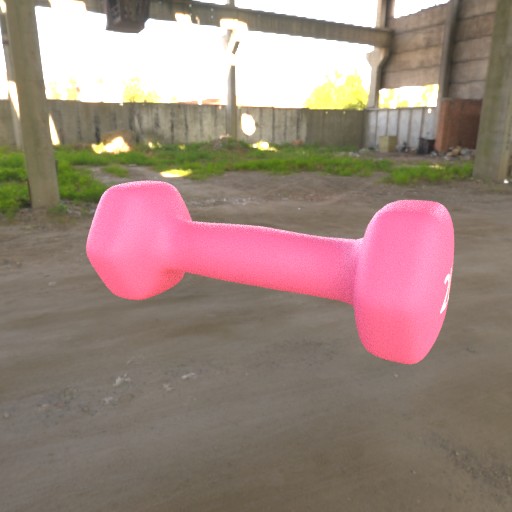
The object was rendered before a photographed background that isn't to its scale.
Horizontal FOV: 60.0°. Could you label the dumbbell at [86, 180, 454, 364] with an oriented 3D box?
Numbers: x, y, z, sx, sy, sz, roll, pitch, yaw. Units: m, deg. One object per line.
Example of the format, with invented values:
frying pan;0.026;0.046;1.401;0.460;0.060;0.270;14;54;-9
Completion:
dumbbell;0.000;0.000;0.180;0.146;0.053;0.058;9;19;27
